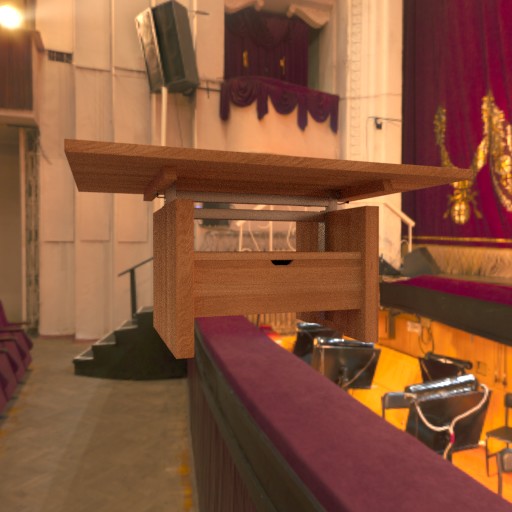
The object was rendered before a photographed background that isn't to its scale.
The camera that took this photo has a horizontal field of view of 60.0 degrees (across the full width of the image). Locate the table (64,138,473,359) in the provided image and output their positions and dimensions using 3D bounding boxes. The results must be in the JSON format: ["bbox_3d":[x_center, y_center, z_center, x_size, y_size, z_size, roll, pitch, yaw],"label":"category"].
[{"bbox_3d":[0.000,0.000,1.445,1.100,0.510,0.700,0,1,-20],"label":"table"}]
